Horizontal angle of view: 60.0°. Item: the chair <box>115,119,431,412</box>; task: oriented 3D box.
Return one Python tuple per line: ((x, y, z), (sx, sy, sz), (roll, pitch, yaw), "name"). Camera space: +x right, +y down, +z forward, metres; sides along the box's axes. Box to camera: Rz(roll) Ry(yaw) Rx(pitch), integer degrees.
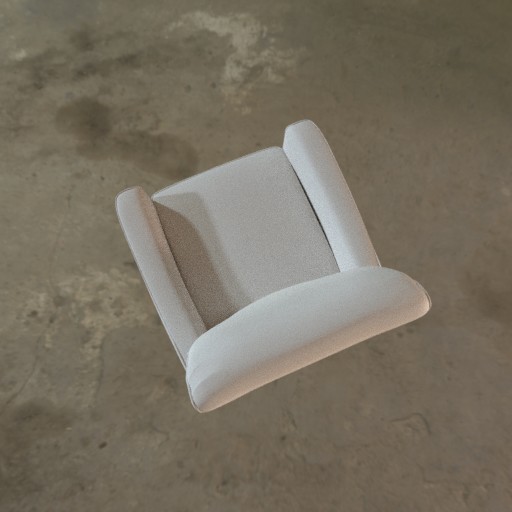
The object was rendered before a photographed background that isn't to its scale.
((0.000, 0.000, 1.685), (0.841, 1.028, 0.858), (-23, 78, -5), "chair")
